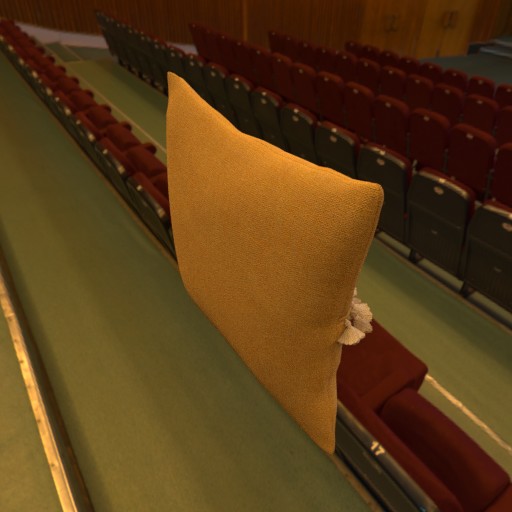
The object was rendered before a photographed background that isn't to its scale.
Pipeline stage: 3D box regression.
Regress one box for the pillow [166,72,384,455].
[{"bbox_3d":[0.000,0.000,0.723,0.167,0.481,0.485,-23,43,-26],"label":"pillow"}]
